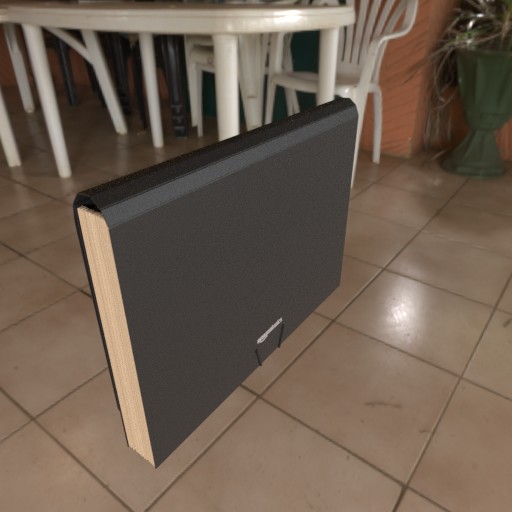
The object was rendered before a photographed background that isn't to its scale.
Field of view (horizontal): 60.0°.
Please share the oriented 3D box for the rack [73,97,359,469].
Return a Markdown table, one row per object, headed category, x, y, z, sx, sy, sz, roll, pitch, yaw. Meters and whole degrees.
| category | x | y | z | sx | sy | sz | roll | pitch | yaw |
| --- | --- | --- | --- | --- | --- | --- | --- | --- | --- |
| rack | 0.000 | 0.000 | 0.428 | 0.041 | 0.241 | 0.330 | 21 | 37 | 30 |
